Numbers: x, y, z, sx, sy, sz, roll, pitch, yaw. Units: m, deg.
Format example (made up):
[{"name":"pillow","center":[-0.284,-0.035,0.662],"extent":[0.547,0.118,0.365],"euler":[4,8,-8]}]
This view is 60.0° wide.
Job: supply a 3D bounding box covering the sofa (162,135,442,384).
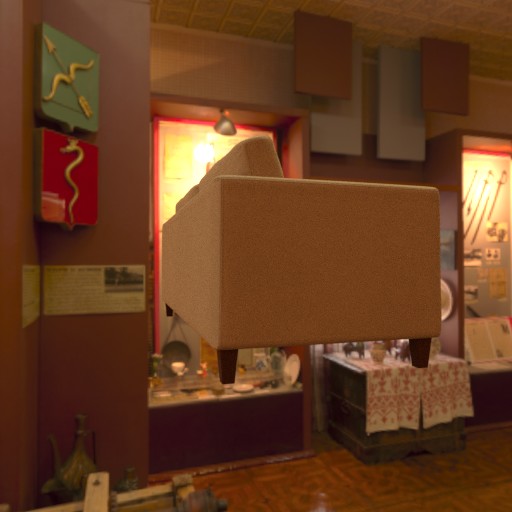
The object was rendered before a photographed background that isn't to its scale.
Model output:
[{"name":"sofa","center":[0.000,0.000,2.663],"extent":[0.948,0.932,2.181],"euler":[0,-1,-17]}]
